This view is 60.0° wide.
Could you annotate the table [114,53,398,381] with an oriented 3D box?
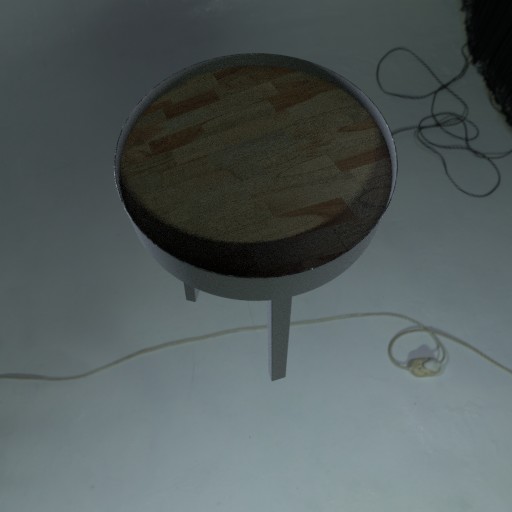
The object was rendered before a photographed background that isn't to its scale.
[{"bbox_3d":[0.000,0.000,0.948,0.406,0.686,0.406,-14,64,-7],"label":"table"}]
